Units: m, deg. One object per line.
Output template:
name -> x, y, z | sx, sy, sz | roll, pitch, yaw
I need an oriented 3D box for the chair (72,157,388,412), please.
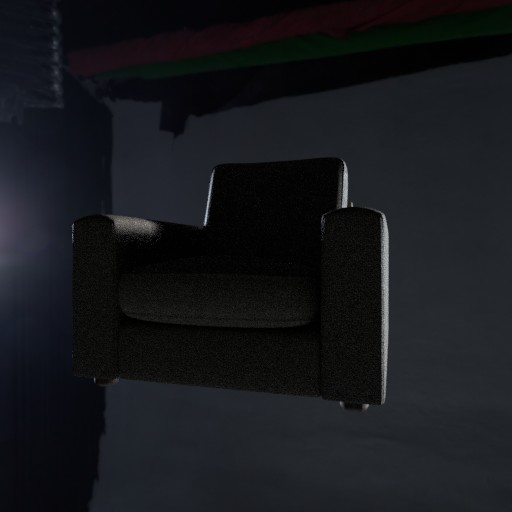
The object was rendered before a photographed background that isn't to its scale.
chair -> 0.000, 0.000, 1.767 | 1.005, 0.873, 1.016 | 0, 0, 17
